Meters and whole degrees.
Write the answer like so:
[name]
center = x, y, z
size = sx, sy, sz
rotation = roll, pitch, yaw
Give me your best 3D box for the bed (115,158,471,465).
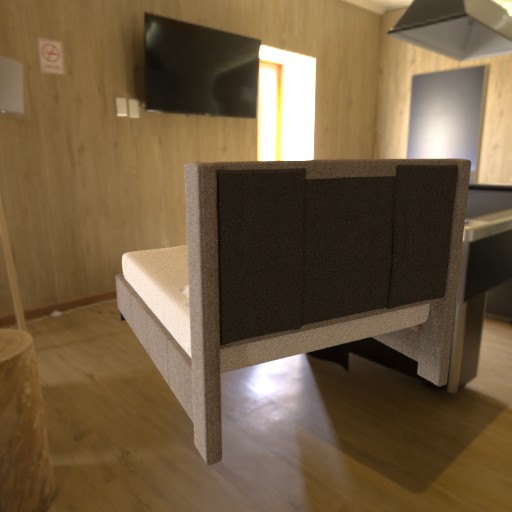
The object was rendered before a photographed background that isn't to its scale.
[bed]
center = 0.000, 0.000, 3.359
size = 1.714, 1.476, 2.245
rotation = -7, 15, -27
